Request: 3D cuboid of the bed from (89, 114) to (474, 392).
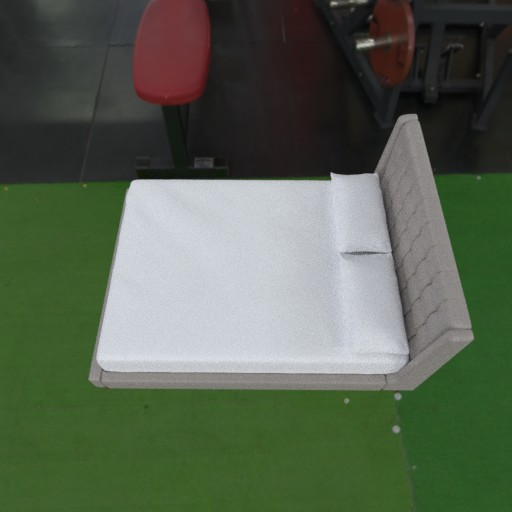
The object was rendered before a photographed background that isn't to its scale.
[{"bbox_3d":[0.000,0.000,3.143,2.232,1.147,1.656,0,59,0],"label":"bed"}]
